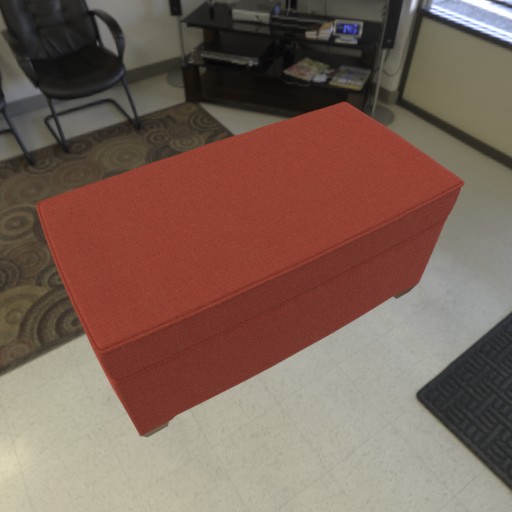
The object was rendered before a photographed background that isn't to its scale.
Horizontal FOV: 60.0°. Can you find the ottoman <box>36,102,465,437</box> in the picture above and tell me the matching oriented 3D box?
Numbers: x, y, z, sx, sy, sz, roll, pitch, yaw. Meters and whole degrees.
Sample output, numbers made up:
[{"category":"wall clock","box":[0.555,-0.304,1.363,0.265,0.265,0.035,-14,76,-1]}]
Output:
[{"category":"ottoman","box":[0.000,0.000,1.220,0.948,0.454,0.497,-24,52,-21]}]
